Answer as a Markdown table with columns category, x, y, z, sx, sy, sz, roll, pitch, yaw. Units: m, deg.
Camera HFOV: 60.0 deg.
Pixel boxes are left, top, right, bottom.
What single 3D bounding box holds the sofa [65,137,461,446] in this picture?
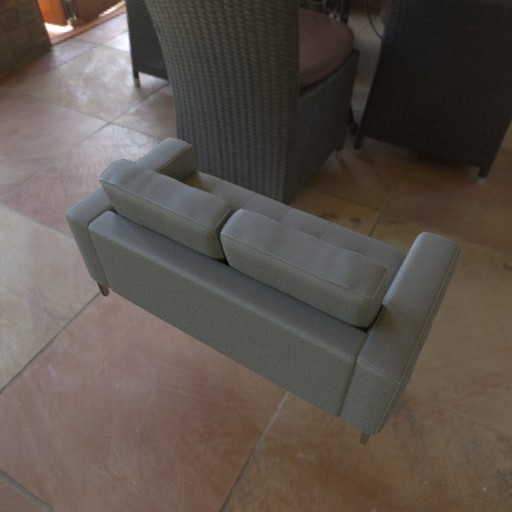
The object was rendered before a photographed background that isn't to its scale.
| category | x | y | z | sx | sy | sz | roll | pitch | yaw |
| --- | --- | --- | --- | --- | --- | --- | --- | --- | --- |
| sofa | 0.000 | 0.000 | 2.200 | 1.726 | 0.893 | 0.833 | 24 | 51 | 21 |
